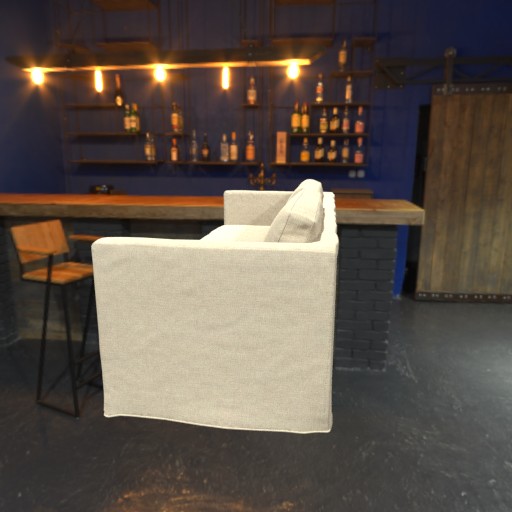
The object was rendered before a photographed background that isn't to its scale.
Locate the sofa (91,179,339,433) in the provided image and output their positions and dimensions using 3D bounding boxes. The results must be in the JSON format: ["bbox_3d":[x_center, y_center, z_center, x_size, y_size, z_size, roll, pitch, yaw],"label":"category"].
[{"bbox_3d":[0.000,0.000,2.754,0.962,0.853,2.312,2,13,9],"label":"sofa"}]
